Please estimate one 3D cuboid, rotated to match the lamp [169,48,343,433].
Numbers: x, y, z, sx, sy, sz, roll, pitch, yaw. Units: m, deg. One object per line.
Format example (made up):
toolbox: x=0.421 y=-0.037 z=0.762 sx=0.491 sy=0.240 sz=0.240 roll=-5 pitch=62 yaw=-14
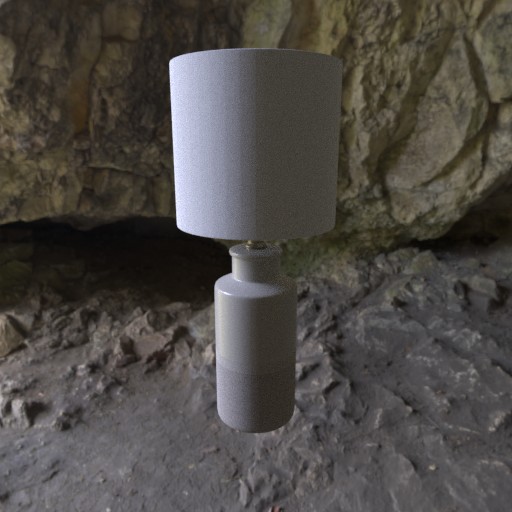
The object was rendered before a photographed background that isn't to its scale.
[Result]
lamp: x=0.000 y=0.000 z=0.615 sx=0.212 sy=0.493 sz=0.212 roll=-8 pitch=17 yaw=-26
